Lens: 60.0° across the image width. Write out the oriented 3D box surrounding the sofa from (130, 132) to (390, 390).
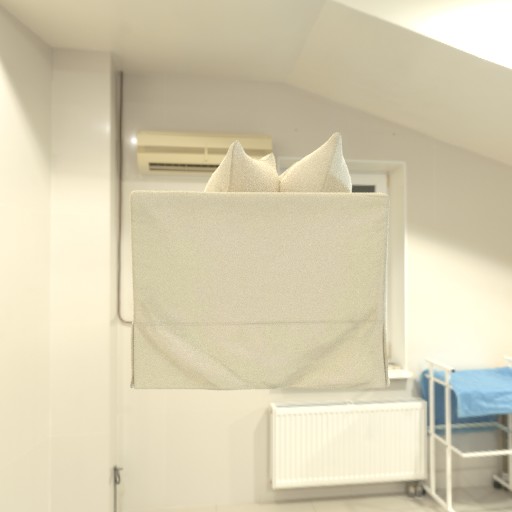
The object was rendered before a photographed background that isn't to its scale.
[{"bbox_3d":[0.000,0.000,2.771,1.031,1.034,2.290,0,-1,-1],"label":"sofa"}]
